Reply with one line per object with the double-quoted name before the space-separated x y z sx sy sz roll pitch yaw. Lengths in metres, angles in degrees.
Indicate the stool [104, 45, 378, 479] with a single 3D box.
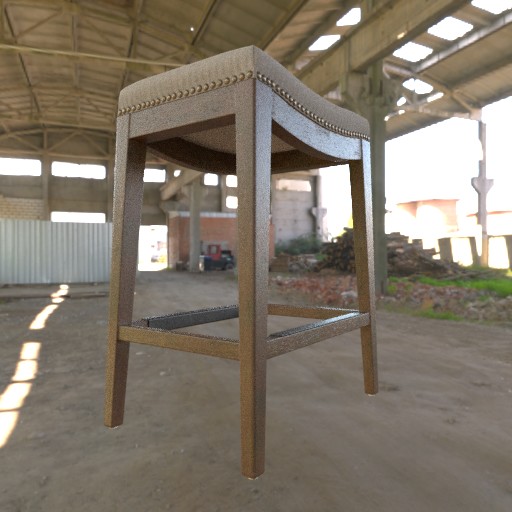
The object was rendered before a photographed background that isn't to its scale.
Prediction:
"stool" 0.000 0.000 0.952 0.356 0.660 0.508 0 0 35
